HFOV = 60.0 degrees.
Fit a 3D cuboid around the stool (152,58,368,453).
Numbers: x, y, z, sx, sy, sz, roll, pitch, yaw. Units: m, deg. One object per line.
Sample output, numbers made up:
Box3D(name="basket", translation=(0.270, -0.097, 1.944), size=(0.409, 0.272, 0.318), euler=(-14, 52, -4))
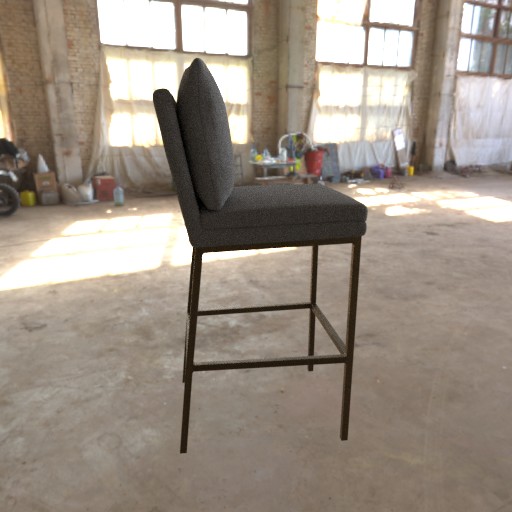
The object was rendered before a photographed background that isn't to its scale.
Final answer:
Box3D(name="stool", translation=(0.000, 0.000, 1.447), size=(0.569, 1.132, 0.463), euler=(-2, 16, -8))
